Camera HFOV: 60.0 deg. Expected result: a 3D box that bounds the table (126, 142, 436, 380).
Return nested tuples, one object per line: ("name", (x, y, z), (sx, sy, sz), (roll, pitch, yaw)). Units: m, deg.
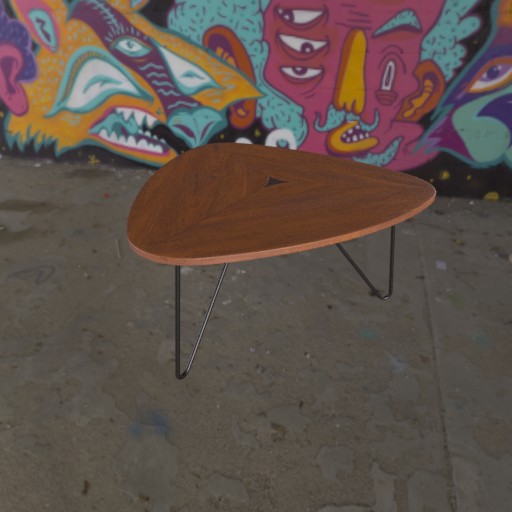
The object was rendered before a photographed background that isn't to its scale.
("table", (0.000, 0.000, 1.320), (0.833, 0.413, 0.821), (18, 35, 29))
